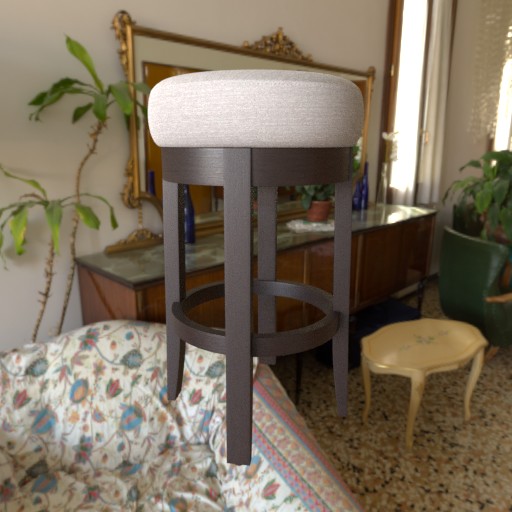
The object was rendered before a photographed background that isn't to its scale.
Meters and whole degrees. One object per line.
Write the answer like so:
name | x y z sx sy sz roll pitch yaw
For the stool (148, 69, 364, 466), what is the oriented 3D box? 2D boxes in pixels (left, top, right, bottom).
stool | 0.000 0.000 1.005 0.443 0.757 0.443 0 14 0
